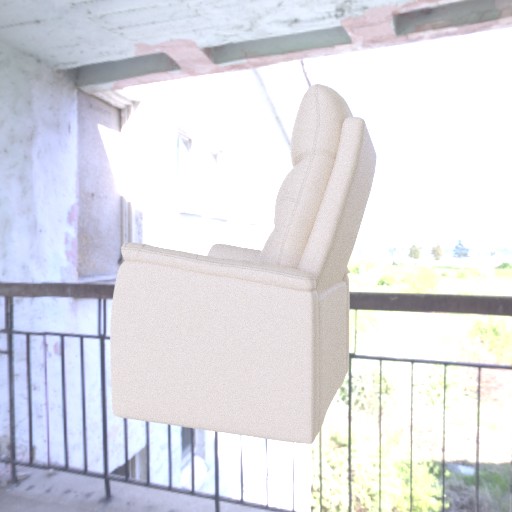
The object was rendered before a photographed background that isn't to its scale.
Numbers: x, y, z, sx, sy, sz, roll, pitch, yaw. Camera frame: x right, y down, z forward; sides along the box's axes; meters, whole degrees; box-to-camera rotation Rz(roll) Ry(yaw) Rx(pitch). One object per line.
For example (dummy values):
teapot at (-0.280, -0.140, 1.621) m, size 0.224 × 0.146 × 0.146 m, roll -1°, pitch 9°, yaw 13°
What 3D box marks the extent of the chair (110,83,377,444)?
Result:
chair at (0.000, 0.000, 1.647) m, size 0.831 × 1.082 × 0.775 m, roll 0°, pitch 1°, yaw 19°
